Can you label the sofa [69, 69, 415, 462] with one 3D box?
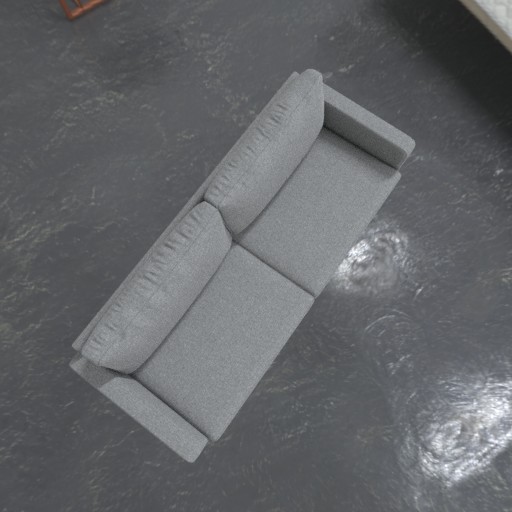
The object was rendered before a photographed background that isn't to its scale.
[{"bbox_3d":[0.000,0.000,2.658,0.880,0.880,2.200,35,78,8],"label":"sofa"}]
